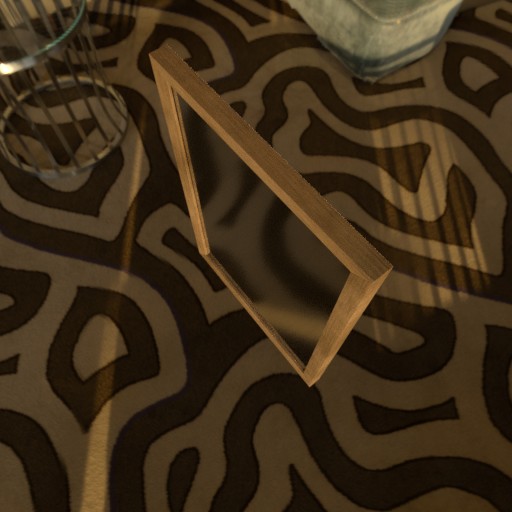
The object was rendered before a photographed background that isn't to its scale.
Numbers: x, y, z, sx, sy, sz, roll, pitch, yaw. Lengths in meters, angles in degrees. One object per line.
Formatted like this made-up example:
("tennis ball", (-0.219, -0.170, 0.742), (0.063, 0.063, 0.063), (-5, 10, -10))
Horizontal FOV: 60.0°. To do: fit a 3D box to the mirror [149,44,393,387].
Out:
("mirror", (0.000, 0.000, 0.946), (0.040, 0.710, 0.507), (-35, 69, -16))
